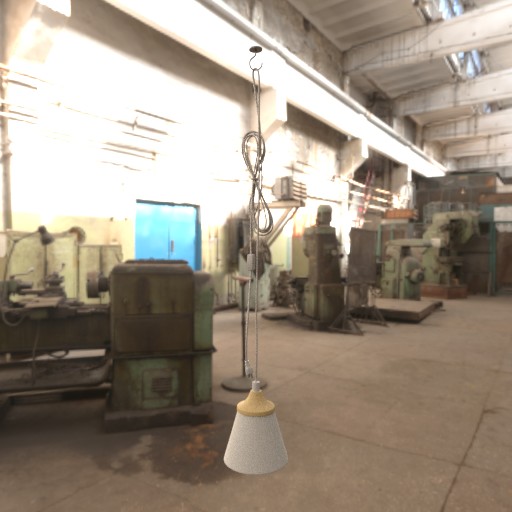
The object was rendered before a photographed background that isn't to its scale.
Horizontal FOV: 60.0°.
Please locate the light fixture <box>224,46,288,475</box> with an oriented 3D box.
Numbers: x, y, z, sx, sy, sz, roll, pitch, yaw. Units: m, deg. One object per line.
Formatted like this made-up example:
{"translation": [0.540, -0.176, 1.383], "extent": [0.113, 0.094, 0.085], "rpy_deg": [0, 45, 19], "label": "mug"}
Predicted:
{"translation": [0.000, 0.000, 1.046], "extent": [0.153, 0.966, 0.153], "rpy_deg": [1, 2, 36], "label": "light fixture"}
